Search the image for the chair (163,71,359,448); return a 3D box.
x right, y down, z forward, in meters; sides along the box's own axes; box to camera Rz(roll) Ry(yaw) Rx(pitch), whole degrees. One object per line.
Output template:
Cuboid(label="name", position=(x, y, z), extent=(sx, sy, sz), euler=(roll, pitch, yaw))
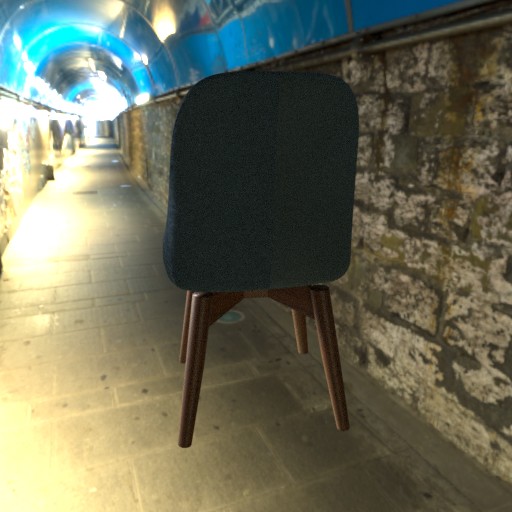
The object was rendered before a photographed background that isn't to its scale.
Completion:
Cuboid(label="chair", position=(0.000, 0.000, 1.222), extent=(0.503, 0.882, 0.589), euler=(-3, 16, -9))
